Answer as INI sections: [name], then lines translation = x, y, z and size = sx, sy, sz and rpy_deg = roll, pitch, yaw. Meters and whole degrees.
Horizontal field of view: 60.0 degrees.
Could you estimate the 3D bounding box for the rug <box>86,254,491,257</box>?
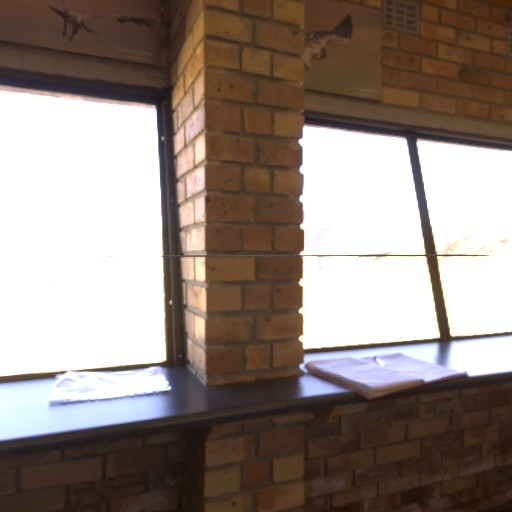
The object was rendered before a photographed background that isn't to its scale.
[rug]
translation = 0.000, 0.000, 2.505
size = 2.275, 0.009, 0.684
rpy_deg = 0, 0, 36
